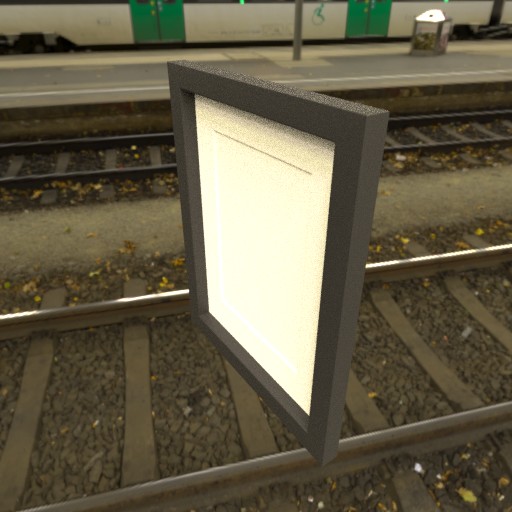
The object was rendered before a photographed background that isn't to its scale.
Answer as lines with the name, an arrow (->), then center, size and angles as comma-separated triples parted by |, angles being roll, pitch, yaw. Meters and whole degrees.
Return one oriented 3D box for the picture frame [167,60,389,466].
picture frame -> 0.000, 0.000, 0.509 | 0.036, 0.383, 0.307 | -20, 37, -29
